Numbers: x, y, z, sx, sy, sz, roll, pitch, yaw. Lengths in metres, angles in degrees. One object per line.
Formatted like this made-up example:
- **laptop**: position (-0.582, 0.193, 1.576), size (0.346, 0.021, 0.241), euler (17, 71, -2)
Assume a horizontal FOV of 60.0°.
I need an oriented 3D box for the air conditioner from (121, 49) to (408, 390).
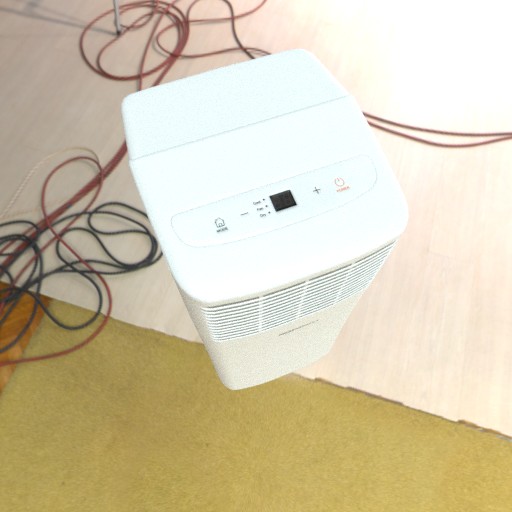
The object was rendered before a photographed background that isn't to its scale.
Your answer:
- **air conditioner**: position (0.000, 0.000, 0.816), size (0.304, 0.606, 0.349), euler (-19, 66, -9)
